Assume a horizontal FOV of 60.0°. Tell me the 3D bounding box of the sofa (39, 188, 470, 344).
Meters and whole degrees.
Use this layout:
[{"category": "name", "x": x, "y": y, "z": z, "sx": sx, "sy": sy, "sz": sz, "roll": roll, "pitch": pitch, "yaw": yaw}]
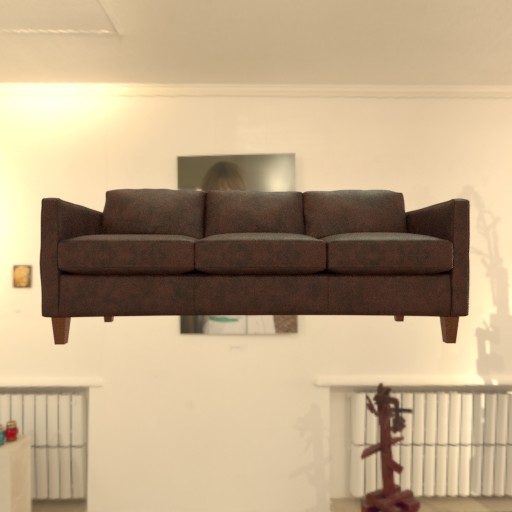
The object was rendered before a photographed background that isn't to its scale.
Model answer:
[{"category": "sofa", "x": 0.000, "y": 0.000, "z": 2.947, "sx": 2.464, "sy": 1.006, "sz": 1.045, "roll": 0, "pitch": 0, "yaw": -1}]
